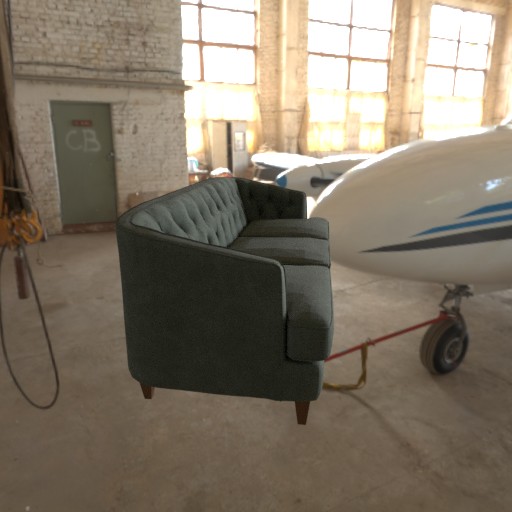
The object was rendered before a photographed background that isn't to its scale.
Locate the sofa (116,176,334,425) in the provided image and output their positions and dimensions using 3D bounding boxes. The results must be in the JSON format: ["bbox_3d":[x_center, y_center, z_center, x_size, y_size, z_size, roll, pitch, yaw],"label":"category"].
[{"bbox_3d":[0.000,0.000,2.806,0.941,0.855,2.278,2,15,8],"label":"sofa"}]
